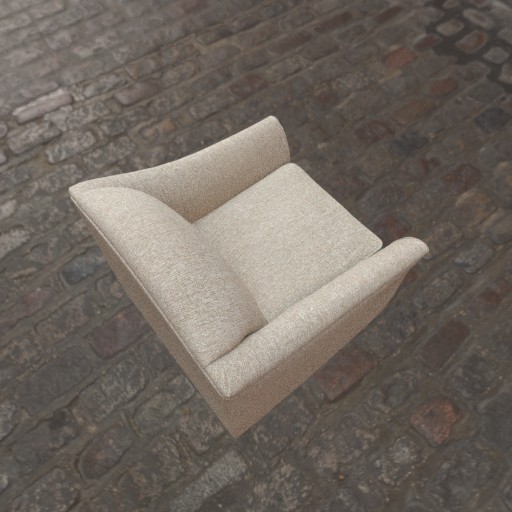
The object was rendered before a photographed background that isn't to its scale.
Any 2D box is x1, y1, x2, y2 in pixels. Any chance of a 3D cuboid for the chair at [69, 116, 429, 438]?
[{"bbox_3d":[0.000,0.000,1.487,0.787,0.839,0.763,-35,65,-19],"label":"chair"}]
